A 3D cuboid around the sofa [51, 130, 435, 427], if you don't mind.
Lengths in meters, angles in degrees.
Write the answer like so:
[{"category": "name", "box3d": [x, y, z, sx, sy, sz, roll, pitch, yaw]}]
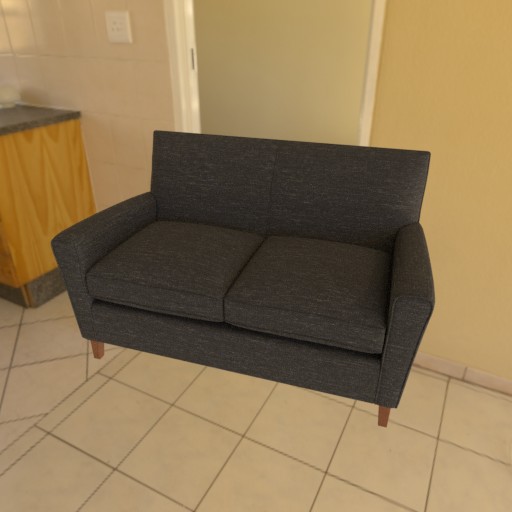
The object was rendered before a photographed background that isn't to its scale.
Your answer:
[{"category": "sofa", "box3d": [0.000, 0.000, 1.972, 1.420, 0.846, 0.875, 9, 30, 15]}]
